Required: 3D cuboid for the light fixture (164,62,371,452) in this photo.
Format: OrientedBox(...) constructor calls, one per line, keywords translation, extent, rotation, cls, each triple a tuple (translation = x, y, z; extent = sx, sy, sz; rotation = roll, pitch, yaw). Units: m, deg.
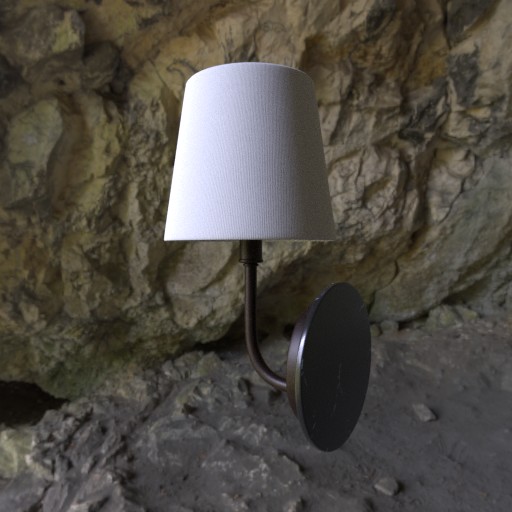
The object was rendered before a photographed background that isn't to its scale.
OrientedBox(translation=(0.000, 0.000, 0.444), extent=(0.188, 0.337, 0.168), rotation=(1, 2, 36), cls="light fixture")
